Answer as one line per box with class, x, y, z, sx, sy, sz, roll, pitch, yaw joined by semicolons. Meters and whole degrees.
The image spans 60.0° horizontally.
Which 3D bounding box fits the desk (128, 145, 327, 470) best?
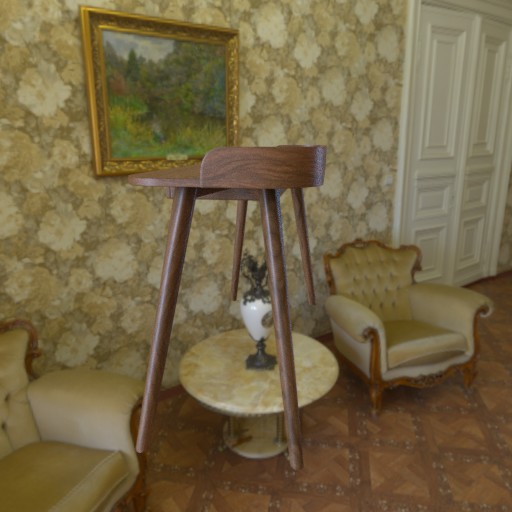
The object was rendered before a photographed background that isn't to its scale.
desk;0.000;0.000;1.656;0.486;0.800;1.256;2;14;9
